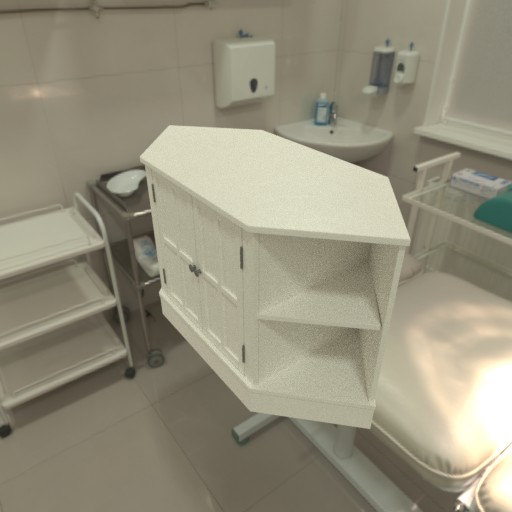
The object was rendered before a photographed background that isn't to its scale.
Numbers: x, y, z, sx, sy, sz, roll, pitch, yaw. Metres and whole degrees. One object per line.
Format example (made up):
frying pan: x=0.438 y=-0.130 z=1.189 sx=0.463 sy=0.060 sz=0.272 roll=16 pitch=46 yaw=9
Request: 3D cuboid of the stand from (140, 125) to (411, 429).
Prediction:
stand: x=0.000 y=0.000 z=1.444 sx=0.477 sy=0.614 sz=1.072 roll=-22 pitch=38 yaw=-31
